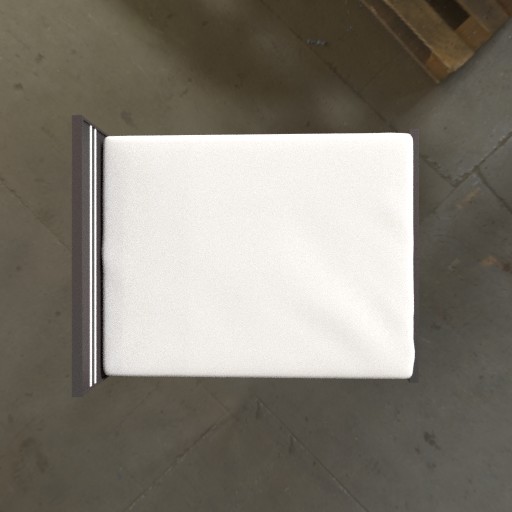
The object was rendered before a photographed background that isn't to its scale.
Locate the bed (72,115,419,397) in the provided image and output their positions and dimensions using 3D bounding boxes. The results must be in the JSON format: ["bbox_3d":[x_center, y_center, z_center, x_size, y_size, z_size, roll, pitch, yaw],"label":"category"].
[{"bbox_3d":[0.000,0.000,2.929,2.103,0.808,1.634,0,90,2],"label":"bed"}]
